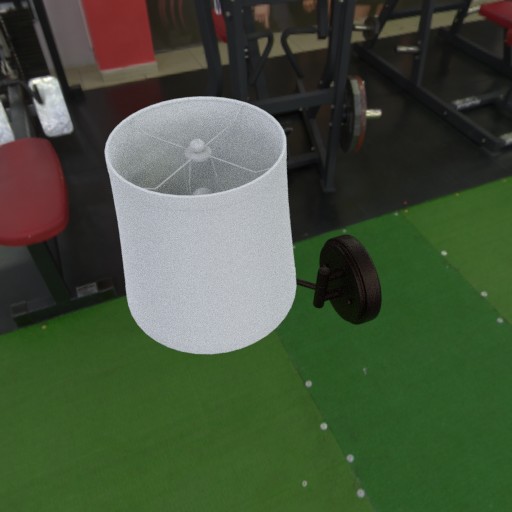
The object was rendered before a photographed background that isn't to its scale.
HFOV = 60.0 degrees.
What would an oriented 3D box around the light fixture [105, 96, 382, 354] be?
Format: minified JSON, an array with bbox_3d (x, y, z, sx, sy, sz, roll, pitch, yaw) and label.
[{"bbox_3d":[0.000,0.000,0.265,0.157,0.172,0.100,-16,49,-14],"label":"light fixture"}]
